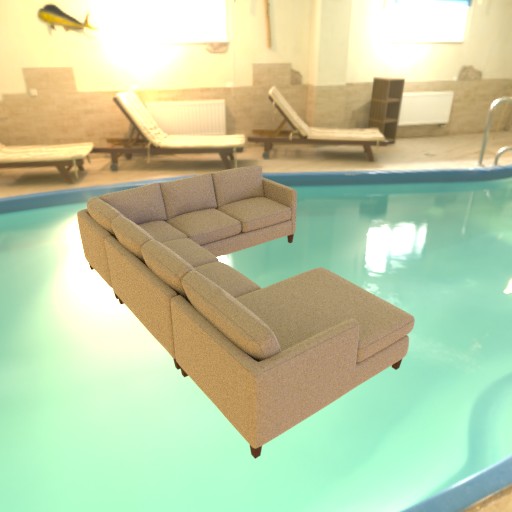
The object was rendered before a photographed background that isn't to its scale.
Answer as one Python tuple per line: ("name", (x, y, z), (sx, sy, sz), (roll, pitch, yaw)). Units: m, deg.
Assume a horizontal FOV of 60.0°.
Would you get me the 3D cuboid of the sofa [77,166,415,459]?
("sofa", (0.000, 0.000, 4.592), (2.593, 0.959, 3.460), (-18, 31, -32))
